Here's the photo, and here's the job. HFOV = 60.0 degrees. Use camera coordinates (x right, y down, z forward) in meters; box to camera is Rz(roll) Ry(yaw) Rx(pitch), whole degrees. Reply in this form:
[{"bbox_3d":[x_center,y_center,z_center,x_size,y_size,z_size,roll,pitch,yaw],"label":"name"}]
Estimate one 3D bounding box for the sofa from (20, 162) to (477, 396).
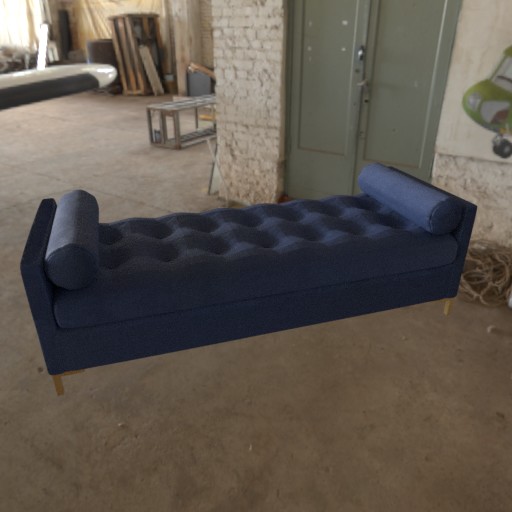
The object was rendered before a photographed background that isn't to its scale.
[{"bbox_3d":[0.000,0.000,2.364,2.102,0.705,0.796,-8,28,-16],"label":"sofa"}]
